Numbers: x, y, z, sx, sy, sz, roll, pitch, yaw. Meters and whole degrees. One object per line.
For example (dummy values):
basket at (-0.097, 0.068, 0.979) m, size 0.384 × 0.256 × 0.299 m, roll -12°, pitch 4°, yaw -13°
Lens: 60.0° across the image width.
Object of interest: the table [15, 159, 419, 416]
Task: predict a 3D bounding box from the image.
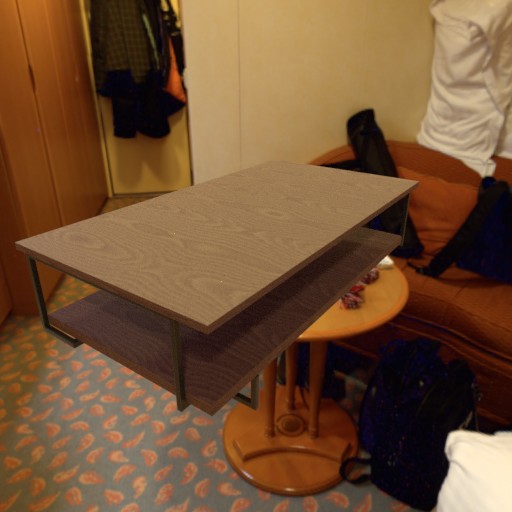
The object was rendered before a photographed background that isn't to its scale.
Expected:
table at (0.000, 0.000, 1.467) m, size 0.651 × 0.347 × 1.197 m, roll 17°, pitch 29°, yaw 32°
